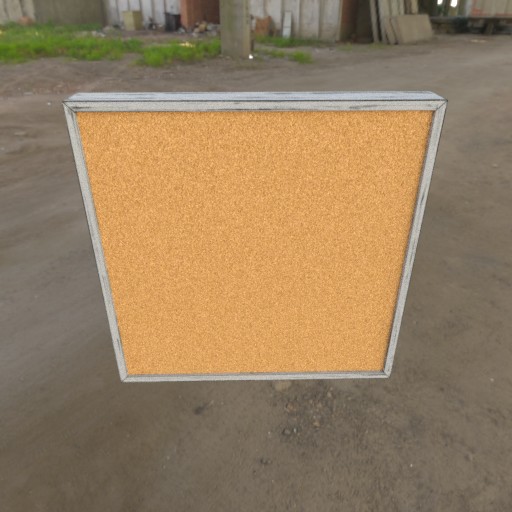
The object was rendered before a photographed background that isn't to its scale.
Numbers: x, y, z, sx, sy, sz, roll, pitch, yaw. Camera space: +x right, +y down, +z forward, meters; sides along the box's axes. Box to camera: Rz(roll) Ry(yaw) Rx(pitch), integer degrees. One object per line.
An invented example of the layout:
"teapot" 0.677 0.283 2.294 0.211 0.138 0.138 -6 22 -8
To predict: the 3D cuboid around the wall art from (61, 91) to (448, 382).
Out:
"wall art" 0.000 0.000 0.439 0.303 0.303 0.036 -1 30 -1
